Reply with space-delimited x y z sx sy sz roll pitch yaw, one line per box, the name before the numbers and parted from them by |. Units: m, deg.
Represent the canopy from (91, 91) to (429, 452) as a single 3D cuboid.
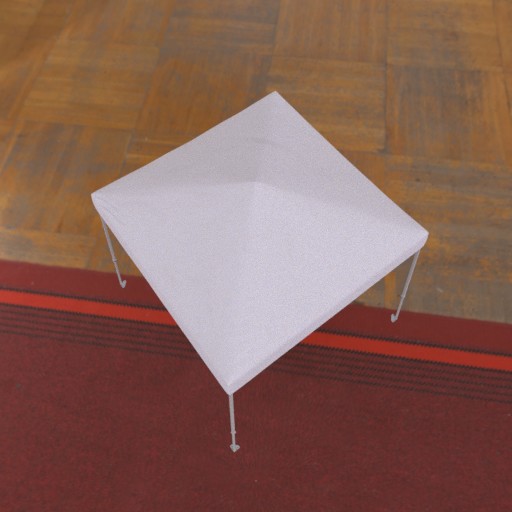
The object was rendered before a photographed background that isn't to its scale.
canopy | 0.000 0.000 5.109 2.849 2.850 2.850 -34 68 -16
